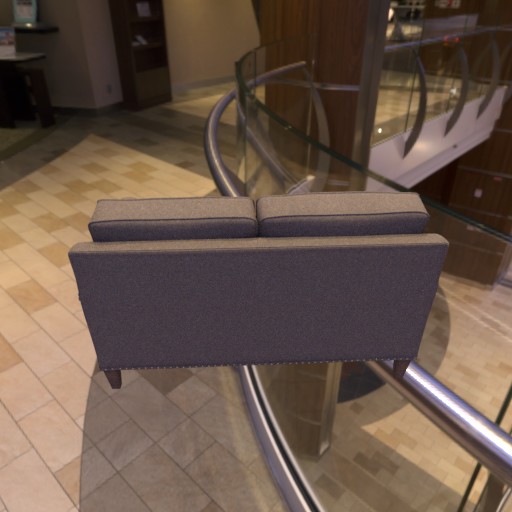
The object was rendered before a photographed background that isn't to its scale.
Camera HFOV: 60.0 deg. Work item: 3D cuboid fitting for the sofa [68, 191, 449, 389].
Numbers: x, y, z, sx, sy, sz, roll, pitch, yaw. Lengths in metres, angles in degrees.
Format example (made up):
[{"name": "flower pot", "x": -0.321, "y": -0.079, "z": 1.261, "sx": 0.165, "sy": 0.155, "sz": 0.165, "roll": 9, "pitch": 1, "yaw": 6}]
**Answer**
[{"name": "sofa", "x": 0.000, "y": 0.000, "z": 2.362, "sx": 1.597, "sy": 1.003, "sz": 1.084, "roll": -1, "pitch": 31, "yaw": -2}]
